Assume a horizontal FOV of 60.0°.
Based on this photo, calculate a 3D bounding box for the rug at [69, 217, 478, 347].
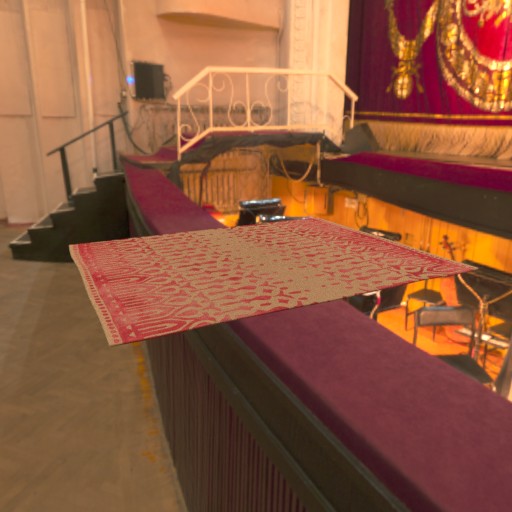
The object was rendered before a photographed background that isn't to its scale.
[{"bbox_3d":[0.000,0.000,4.165,3.095,0.016,2.441,-8,18,-26],"label":"rug"}]
